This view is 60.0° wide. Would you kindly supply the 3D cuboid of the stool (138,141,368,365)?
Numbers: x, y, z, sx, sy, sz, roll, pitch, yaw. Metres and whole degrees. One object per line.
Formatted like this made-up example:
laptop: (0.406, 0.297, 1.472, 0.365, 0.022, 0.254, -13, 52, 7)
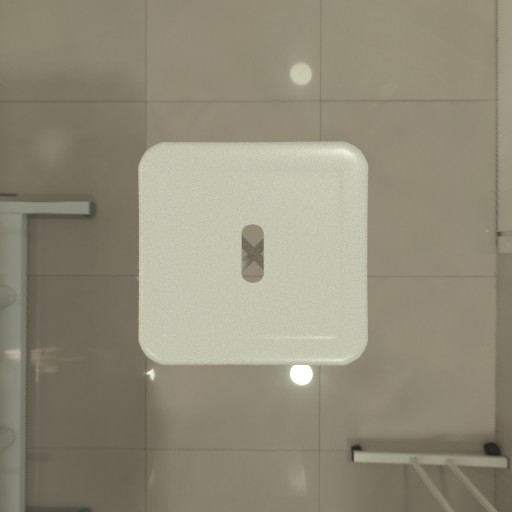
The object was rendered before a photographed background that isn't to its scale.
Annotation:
stool: (0.000, 0.000, 0.899, 0.406, 0.610, 0.406, 0, 90, 1)
